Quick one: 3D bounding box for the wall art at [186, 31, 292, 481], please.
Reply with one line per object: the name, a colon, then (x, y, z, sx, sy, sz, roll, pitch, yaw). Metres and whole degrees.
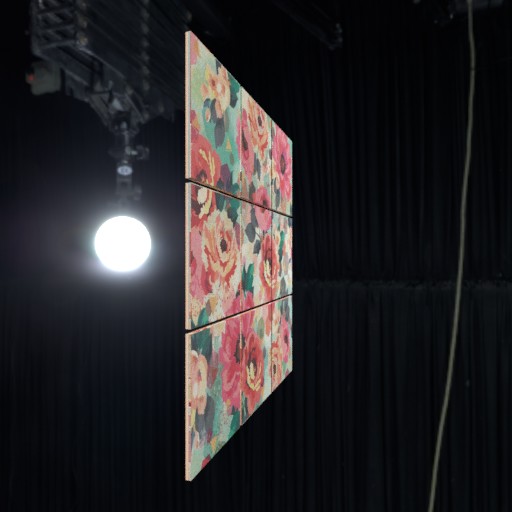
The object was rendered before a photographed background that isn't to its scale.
wall art: (0.000, 0.000, 1.332, 0.012, 0.910, 0.911, 0, 0, 18)
